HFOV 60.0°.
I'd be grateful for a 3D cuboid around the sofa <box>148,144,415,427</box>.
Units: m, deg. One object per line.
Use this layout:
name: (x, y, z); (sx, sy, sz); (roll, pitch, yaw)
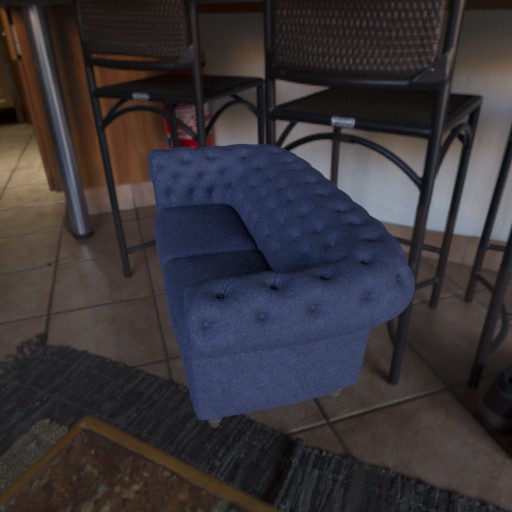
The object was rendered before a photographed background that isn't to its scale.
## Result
sofa: (0.000, 0.000, 2.553); (1.082, 0.833, 1.988); (-8, 31, -14)
